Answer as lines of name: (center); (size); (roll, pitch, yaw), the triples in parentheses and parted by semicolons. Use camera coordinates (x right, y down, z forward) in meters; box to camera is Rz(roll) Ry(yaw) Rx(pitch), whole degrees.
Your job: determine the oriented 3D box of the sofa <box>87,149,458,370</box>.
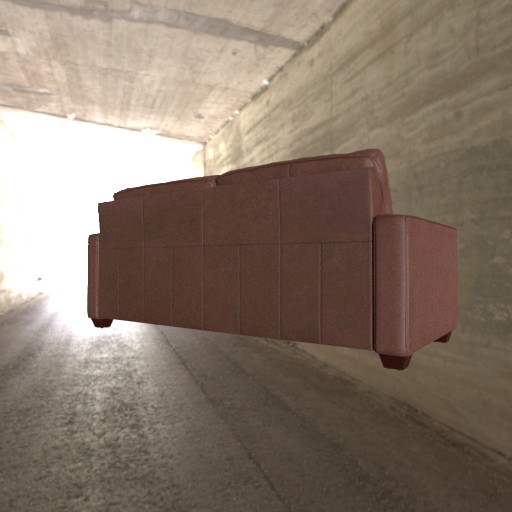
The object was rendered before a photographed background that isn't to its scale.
sofa: (0.000, 0.000, 2.626); (2.080, 0.919, 0.940); (-1, -1, 35)
